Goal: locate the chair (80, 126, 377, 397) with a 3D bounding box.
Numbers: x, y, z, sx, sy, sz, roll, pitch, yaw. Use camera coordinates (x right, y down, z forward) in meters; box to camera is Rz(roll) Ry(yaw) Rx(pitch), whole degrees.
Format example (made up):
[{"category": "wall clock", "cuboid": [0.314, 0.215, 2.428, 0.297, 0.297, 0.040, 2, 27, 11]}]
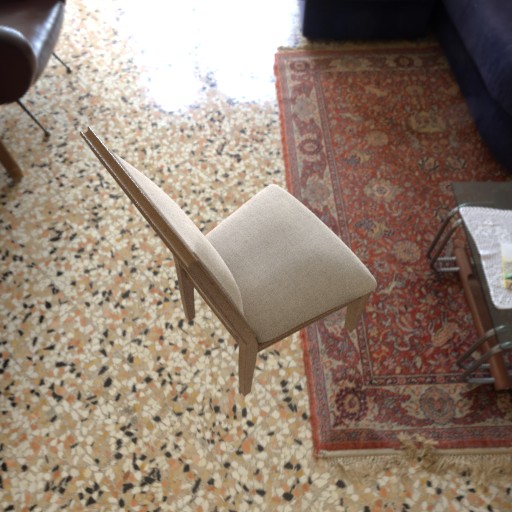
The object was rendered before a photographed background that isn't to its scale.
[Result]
[{"category": "chair", "cuboid": [0.000, 0.000, 1.331, 0.601, 0.988, 0.536, -32, 63, -19]}]
